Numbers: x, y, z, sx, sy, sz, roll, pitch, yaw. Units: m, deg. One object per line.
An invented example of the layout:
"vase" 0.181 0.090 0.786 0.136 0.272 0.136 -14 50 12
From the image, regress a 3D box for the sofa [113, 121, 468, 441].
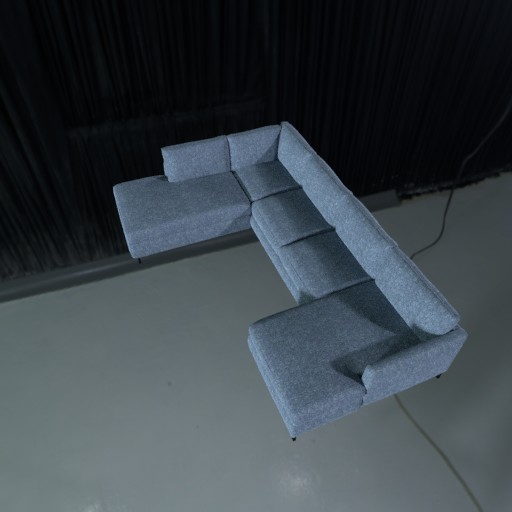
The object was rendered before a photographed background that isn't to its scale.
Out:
"sofa" 0.000 0.000 3.592 1.879 0.756 2.737 -16 48 -15
